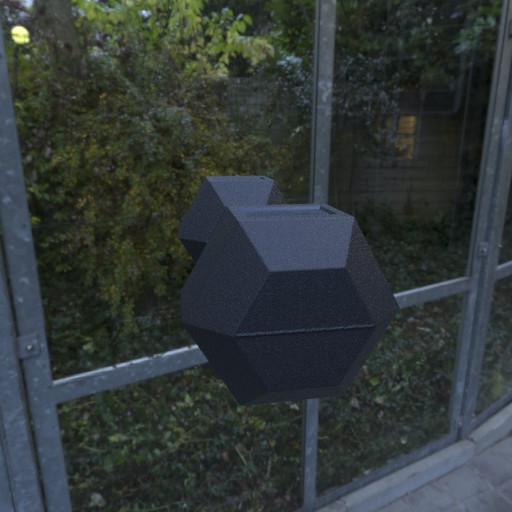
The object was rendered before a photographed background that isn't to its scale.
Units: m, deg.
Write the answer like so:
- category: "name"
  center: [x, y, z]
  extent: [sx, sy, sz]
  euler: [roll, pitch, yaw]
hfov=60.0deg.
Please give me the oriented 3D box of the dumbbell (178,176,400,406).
- category: "dumbbell"
  center: [0.000, 0.000, 0.416]
  extent: [0.142, 0.123, 0.337]
  euler: [-3, 15, -10]
